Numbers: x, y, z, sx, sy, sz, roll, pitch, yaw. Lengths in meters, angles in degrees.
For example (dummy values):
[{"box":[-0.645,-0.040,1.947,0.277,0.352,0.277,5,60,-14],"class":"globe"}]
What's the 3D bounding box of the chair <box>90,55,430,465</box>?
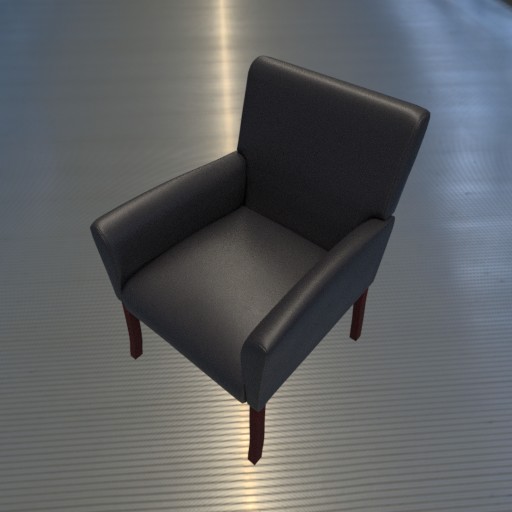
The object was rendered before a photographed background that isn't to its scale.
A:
[{"box":[0.000,0.000,1.480,0.683,0.951,0.772,31,53,27],"class":"chair"}]
